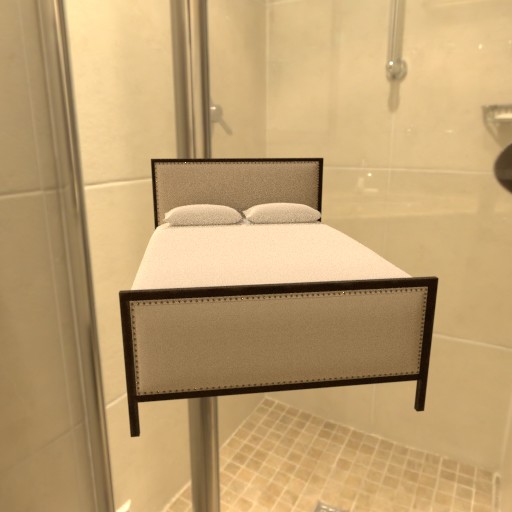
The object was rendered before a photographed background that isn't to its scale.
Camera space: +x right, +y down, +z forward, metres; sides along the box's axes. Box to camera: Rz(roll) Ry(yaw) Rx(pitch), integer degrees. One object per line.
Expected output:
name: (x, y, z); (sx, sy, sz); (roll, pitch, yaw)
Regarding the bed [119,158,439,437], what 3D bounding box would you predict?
bed: (0.000, 0.000, 3.242); (1.607, 1.313, 2.221); (-2, 15, -8)
